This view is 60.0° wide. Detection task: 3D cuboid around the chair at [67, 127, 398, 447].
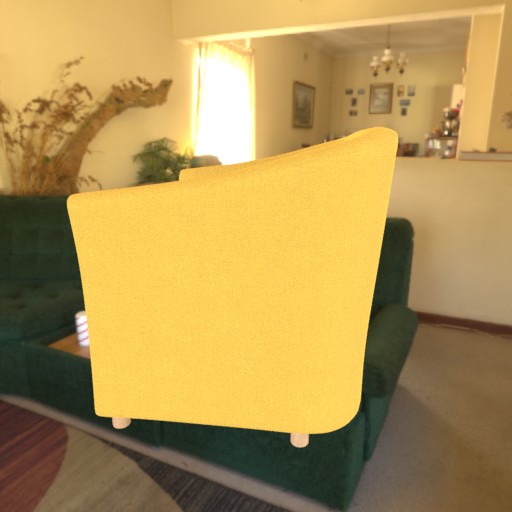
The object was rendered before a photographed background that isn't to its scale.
[{"bbox_3d":[0.000,0.000,1.298,0.700,0.720,0.790,2,15,9],"label":"chair"}]
